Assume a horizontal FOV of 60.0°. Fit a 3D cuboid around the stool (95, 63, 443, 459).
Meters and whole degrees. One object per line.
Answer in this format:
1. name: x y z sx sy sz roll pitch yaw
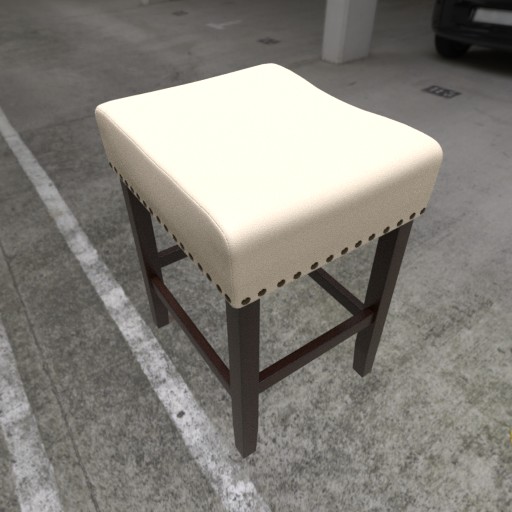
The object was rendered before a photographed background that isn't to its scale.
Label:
1. stool: 0.000 0.000 0.934 0.401 0.609 0.471 -25 47 -25
